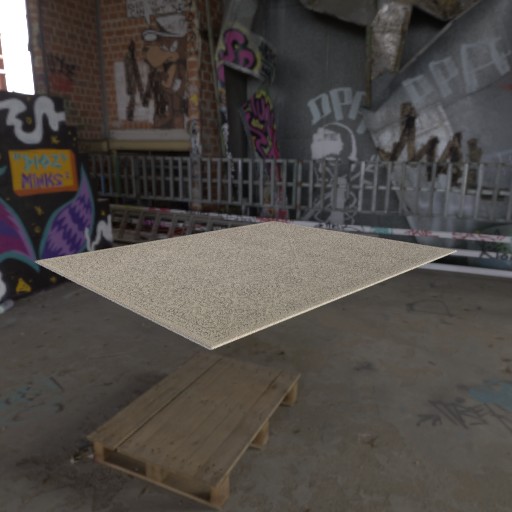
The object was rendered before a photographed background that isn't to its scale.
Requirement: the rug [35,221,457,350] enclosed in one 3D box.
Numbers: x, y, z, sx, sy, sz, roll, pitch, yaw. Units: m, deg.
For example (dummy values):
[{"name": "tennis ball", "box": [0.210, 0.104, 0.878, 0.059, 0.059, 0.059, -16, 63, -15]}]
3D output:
[{"name": "rug", "box": [0.000, 0.000, 4.084, 3.050, 0.015, 2.441, -13, 19, -43]}]
